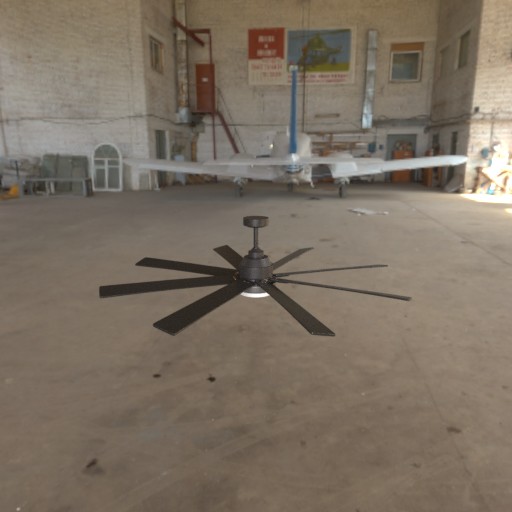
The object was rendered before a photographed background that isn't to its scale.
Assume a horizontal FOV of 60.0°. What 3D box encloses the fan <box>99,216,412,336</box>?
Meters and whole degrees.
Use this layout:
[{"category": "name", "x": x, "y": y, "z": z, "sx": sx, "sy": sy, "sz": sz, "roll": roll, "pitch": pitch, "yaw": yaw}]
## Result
[{"category": "fan", "x": 0.000, "y": 0.000, "z": 2.705, "sx": 1.830, "sy": 0.472, "sz": 1.830, "roll": 7, "pitch": 15, "yaw": 26}]
